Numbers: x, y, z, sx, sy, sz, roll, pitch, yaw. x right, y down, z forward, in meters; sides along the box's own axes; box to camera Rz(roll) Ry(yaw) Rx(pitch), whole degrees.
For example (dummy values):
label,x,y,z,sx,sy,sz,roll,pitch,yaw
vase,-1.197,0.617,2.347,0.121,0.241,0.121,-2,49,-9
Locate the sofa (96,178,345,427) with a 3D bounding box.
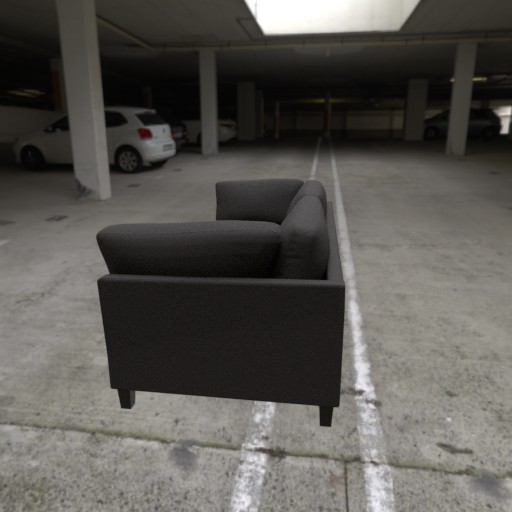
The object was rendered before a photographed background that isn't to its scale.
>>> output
label,x,y,z,sx,sy,sz,roll,pitch,yaw
sofa,0.000,0.000,2.753,0.969,0.792,2.312,2,15,8
